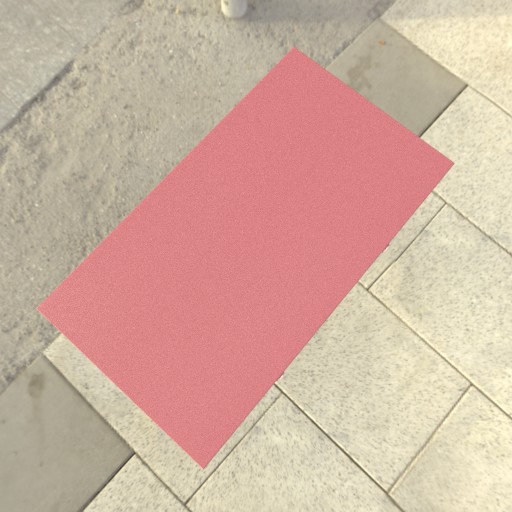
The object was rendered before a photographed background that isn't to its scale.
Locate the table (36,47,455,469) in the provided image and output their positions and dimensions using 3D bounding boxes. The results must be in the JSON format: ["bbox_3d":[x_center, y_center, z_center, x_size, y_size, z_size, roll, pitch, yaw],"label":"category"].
[{"bbox_3d":[0.000,0.000,1.458,0.612,0.493,1.068,40,79,9],"label":"table"}]
